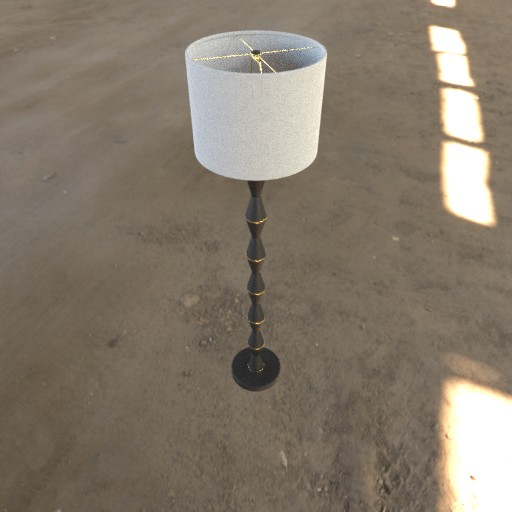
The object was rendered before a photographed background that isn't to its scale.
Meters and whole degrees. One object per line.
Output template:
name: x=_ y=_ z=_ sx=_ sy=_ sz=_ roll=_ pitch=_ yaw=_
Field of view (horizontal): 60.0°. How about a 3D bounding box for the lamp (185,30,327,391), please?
lamp: x=0.000 y=0.000 z=1.683 sx=0.381 sy=1.480 sz=0.381 roll=-12 pitch=43 yaw=-14
